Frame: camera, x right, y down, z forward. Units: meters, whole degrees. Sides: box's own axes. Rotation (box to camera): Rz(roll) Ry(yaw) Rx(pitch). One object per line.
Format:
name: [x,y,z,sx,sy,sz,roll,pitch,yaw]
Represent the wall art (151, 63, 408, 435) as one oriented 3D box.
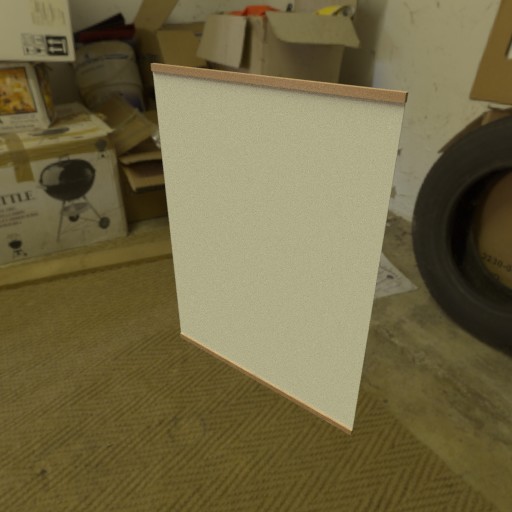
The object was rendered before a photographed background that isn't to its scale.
wall art: [0.000,0.000,1.333,0.758,1.016,0.013,21,36,32]
